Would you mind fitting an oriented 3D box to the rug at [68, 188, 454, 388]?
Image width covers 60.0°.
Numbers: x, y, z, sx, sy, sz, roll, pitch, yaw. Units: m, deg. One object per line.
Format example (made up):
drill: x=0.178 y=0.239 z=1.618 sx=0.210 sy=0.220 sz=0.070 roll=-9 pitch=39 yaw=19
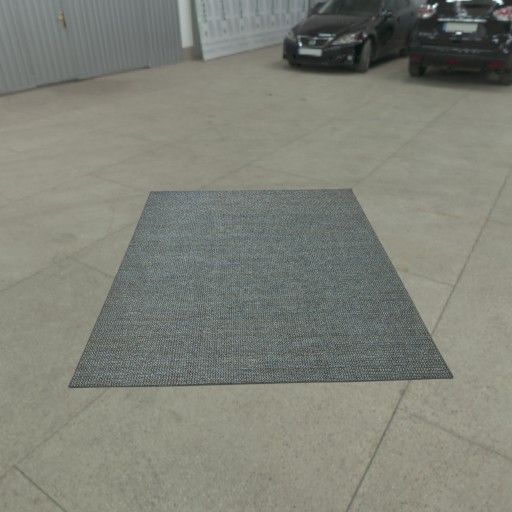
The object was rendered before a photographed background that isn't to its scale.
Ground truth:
rug: x=0.000 y=0.000 z=4.100 sx=2.456 sy=0.021 sz=3.068 roll=-1 pitch=32 yaw=-2
